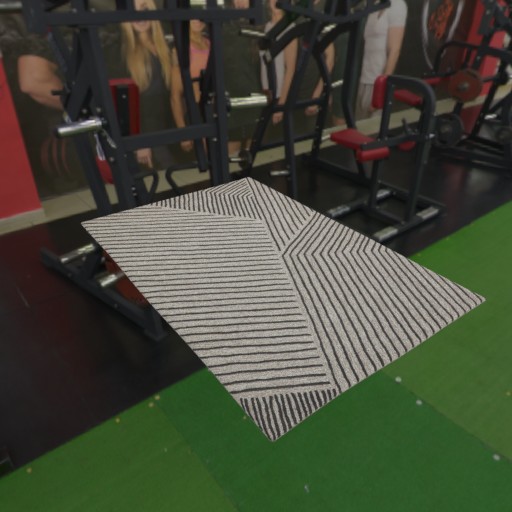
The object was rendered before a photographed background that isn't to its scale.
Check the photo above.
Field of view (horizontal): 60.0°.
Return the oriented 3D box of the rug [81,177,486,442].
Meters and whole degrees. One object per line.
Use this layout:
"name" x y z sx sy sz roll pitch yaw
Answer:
"rug" 0.000 0.000 2.318 1.237 0.019 1.842 -21 37 -30
